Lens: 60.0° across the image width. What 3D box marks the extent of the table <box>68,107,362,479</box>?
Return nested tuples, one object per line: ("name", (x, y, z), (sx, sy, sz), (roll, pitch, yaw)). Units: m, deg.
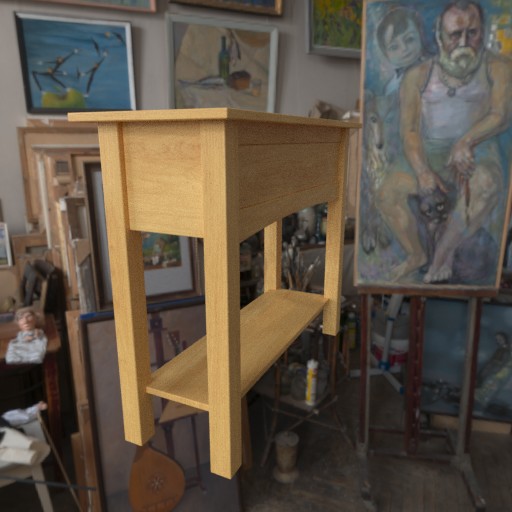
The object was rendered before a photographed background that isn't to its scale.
("table", (0.000, 0.000, 1.233), (0.340, 0.728, 0.900), (7, 16, 25))
